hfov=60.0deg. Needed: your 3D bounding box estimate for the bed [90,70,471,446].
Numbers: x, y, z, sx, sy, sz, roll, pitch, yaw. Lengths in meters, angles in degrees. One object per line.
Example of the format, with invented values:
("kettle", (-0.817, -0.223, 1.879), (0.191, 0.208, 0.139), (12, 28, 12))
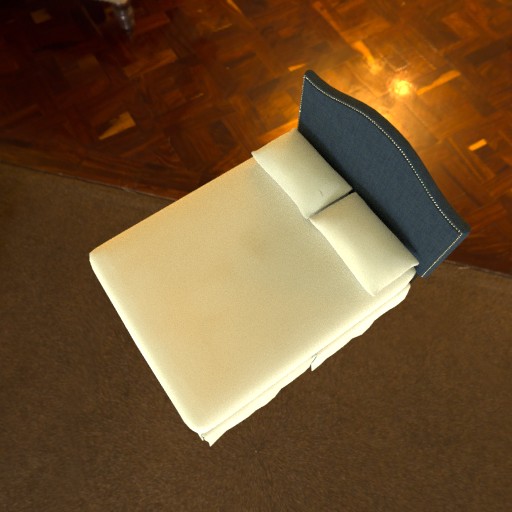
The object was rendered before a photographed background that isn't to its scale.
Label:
("bed", (0.000, 0.000, 3.291), (2.153, 1.518, 1.713), (-33, 70, -13))
